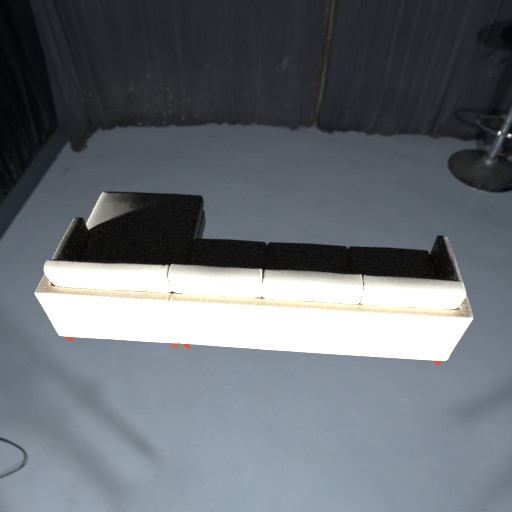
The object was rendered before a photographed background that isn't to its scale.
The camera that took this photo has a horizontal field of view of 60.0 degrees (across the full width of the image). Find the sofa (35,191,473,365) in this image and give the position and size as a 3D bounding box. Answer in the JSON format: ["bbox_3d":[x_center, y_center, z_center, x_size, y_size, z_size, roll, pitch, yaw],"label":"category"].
[{"bbox_3d":[0.000,0.000,4.179,3.471,0.954,1.603,3,47,3],"label":"sofa"}]
